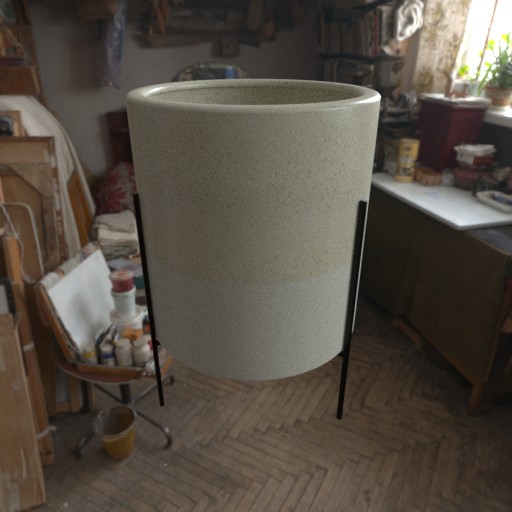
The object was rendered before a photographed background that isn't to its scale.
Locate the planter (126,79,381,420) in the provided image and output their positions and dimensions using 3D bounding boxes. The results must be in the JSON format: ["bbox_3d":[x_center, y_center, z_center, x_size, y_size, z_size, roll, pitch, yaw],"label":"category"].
[{"bbox_3d":[0.000,0.000,0.683,0.333,0.483,0.324,18,31,31],"label":"planter"}]
